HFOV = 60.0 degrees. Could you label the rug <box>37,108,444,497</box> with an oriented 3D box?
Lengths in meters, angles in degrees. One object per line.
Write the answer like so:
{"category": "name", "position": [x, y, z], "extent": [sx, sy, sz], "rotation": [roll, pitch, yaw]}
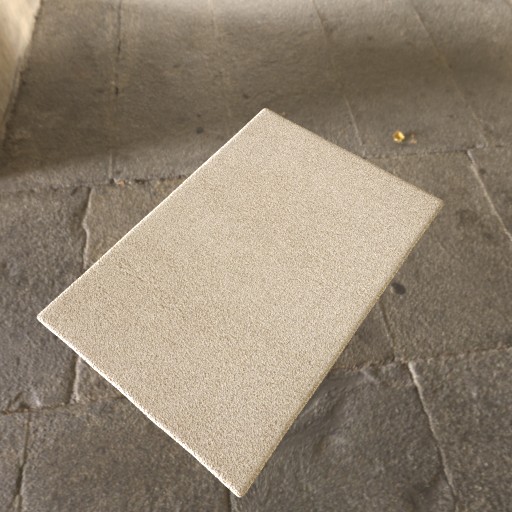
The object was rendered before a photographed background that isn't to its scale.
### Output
{"category": "rug", "position": [0.000, 0.000, 2.235], "extent": [1.219, 0.030, 1.778], "rotation": [33, 65, 18]}
